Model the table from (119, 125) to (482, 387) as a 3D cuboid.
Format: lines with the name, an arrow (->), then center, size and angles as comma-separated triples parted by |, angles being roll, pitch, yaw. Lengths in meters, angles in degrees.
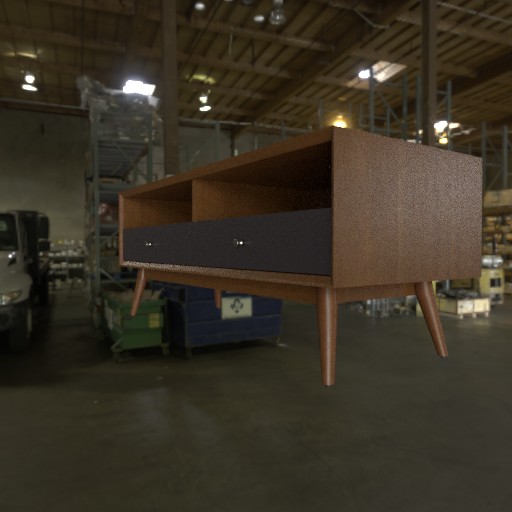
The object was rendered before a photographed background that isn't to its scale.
table -> 0.000, 0.000, 1.344 | 0.490, 0.464, 1.119 | -1, 1, -35
